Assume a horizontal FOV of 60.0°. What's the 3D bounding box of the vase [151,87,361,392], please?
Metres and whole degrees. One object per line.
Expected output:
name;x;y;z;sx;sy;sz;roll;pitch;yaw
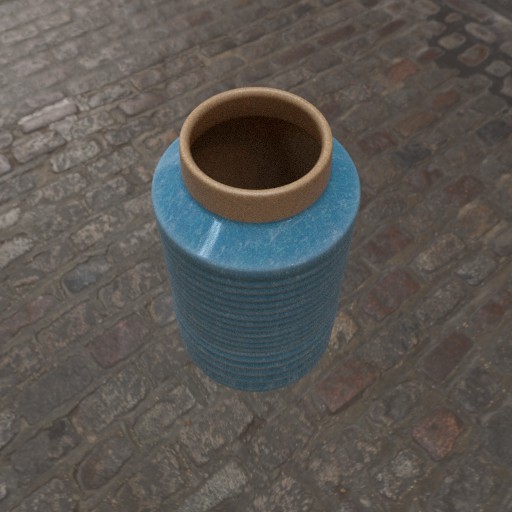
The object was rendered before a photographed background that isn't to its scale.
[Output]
vase;0.000;0.000;0.372;0.163;0.267;0.163;0;58;0
